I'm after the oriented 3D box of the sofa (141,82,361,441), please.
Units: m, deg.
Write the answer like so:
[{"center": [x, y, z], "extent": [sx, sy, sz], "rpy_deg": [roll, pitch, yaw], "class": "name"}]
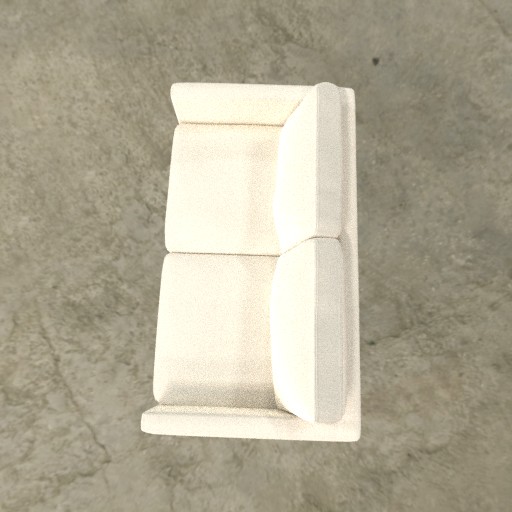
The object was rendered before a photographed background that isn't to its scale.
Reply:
[{"center": [0.000, 0.000, 2.287], "extent": [0.964, 0.888, 1.702], "rpy_deg": [2, 77, 0], "class": "sofa"}]
